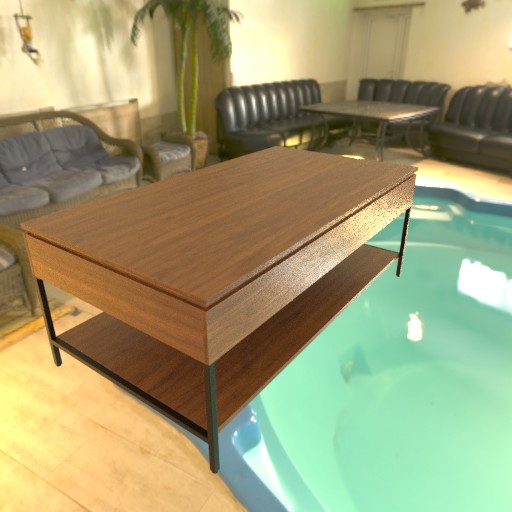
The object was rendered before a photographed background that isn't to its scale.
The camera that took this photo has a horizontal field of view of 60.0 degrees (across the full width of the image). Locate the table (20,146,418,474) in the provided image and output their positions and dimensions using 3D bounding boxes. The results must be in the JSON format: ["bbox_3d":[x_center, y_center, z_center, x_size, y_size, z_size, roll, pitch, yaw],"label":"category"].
[{"bbox_3d":[0.000,0.000,1.342,0.574,0.414,1.057,18,31,32],"label":"table"}]
